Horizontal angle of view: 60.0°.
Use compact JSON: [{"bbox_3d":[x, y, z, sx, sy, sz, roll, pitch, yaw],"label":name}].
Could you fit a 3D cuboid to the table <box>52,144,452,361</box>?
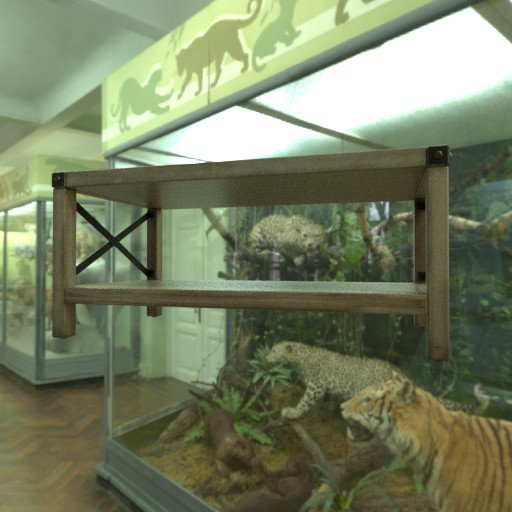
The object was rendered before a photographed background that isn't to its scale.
[{"bbox_3d":[0.000,0.000,1.322,1.016,0.456,0.559,0,-1,17],"label":"table"}]
